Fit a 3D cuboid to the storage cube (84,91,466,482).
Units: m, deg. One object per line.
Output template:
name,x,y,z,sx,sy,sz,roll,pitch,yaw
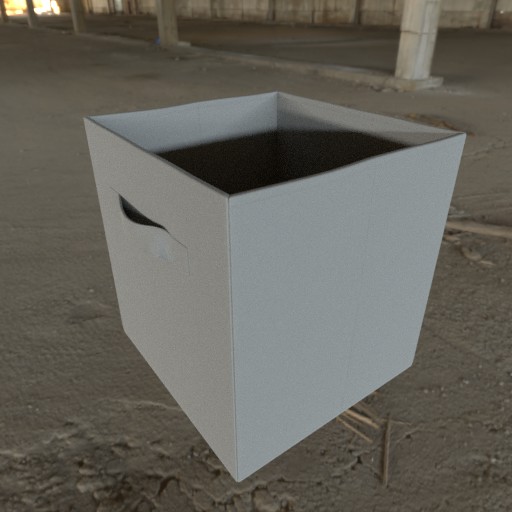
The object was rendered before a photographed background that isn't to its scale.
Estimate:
storage cube,0.000,0.000,0.481,0.270,0.280,0.270,-20,36,-31
